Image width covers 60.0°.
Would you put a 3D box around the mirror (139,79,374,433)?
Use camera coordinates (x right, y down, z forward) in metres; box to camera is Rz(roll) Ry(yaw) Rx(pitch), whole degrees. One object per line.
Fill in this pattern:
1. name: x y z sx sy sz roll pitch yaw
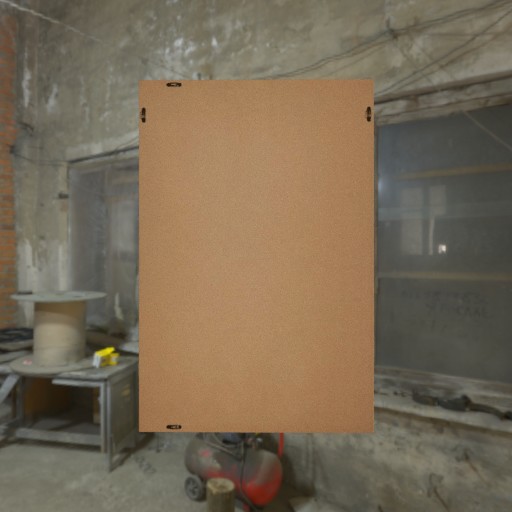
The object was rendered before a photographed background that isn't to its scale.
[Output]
1. mirror: 0.000 0.000 1.164 0.609 0.915 0.041 0 0 1
